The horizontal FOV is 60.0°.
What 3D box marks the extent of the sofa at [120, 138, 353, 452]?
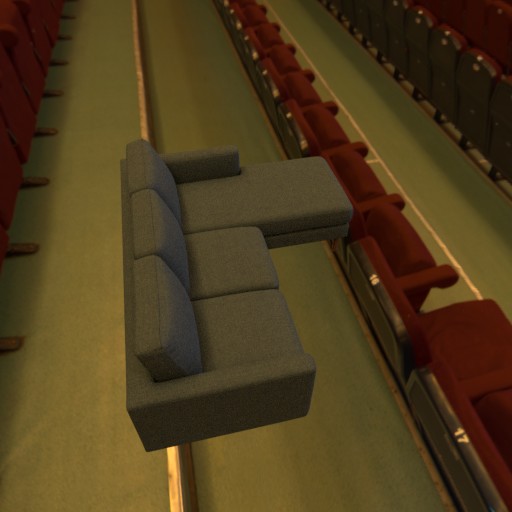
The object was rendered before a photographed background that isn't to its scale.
[{"bbox_3d":[0.000,0.000,2.969,1.667,0.957,2.055,-9,47,-9],"label":"sofa"}]
